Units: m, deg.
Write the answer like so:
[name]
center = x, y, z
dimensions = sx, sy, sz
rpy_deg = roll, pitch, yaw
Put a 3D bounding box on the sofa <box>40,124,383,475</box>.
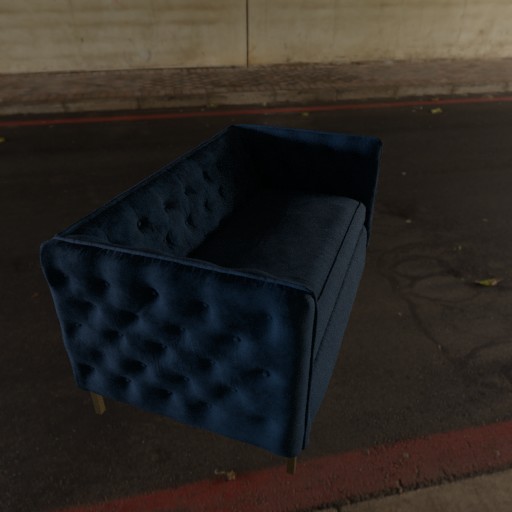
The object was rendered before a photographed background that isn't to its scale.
[sofa]
center = 0.000, 0.000, 2.049
dimensions = 0.909, 0.810, 1.583
rpy_deg = 11, 33, 17
